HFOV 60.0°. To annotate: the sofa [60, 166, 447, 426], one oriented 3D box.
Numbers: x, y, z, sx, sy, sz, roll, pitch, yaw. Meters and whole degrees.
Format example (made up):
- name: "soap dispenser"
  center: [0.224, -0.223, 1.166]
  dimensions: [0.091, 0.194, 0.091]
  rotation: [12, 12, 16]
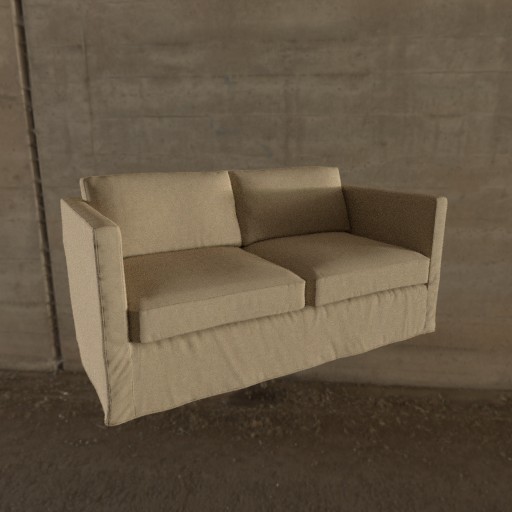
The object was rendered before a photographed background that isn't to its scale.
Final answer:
- name: "sofa"
  center: [0.000, 0.000, 2.246]
  dimensions: [1.719, 0.835, 0.962]
  rotation: [-8, 16, -28]
